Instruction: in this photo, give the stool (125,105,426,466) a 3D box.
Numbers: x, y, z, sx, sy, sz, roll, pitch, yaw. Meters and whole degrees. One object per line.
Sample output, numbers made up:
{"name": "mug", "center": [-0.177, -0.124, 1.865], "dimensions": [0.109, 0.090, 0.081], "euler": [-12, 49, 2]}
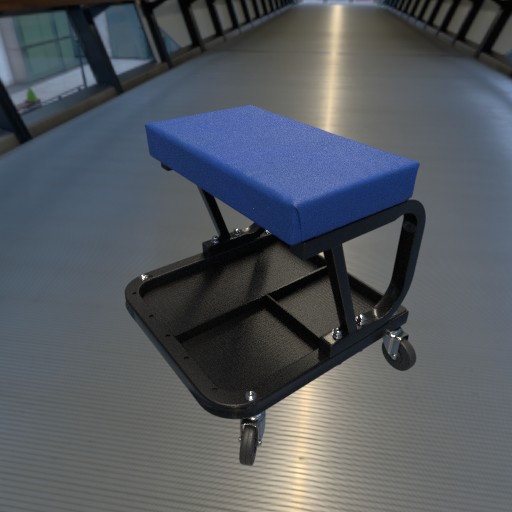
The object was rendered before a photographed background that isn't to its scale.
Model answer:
{"name": "stool", "center": [0.000, 0.000, 0.723], "dimensions": [0.371, 0.380, 0.446], "euler": [-22, 38, -30]}
